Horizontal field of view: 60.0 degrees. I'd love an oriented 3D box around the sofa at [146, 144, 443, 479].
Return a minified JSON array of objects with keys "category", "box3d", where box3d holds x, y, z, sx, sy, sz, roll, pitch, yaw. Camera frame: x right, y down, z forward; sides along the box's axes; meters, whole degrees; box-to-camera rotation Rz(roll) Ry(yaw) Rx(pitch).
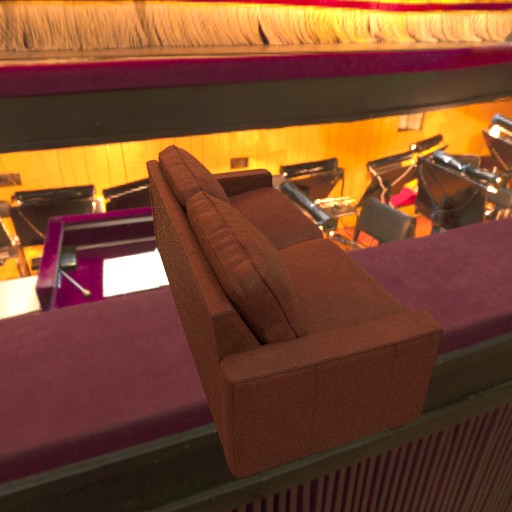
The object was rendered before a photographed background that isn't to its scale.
[{"category":"sofa","box3d":[0.000,0.000,2.538,0.940,0.919,2.080,-10,32,-17]}]
